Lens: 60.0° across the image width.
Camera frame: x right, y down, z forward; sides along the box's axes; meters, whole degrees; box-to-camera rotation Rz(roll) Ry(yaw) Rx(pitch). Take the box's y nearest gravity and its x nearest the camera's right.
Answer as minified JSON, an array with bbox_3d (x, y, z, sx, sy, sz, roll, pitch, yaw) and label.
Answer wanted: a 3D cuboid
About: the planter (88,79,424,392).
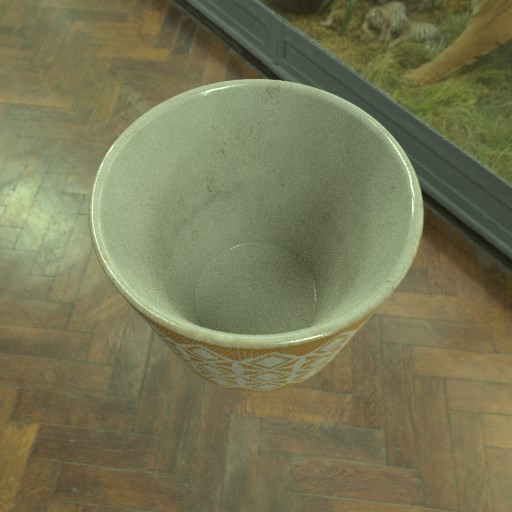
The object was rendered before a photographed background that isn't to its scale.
[{"bbox_3d":[0.000,0.000,0.214,0.126,0.104,0.126,0,60,0],"label":"planter"}]
